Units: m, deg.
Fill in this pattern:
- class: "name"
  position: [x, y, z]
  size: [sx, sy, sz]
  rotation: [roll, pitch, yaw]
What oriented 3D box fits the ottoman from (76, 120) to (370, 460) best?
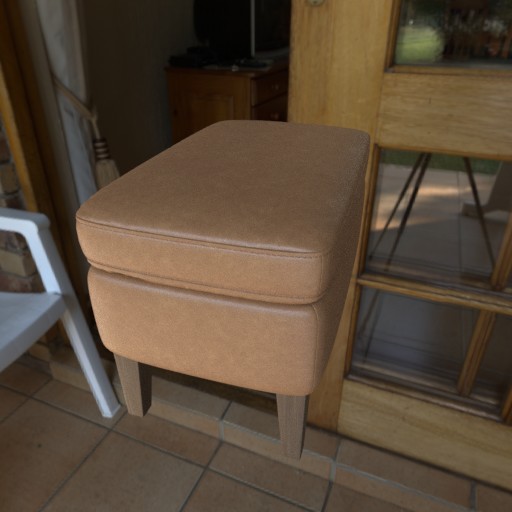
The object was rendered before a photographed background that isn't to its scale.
- class: "ottoman"
  position: [0.000, 0.000, 0.981]
  size: [0.420, 0.480, 0.670]
  rotation: [9, 31, 15]
